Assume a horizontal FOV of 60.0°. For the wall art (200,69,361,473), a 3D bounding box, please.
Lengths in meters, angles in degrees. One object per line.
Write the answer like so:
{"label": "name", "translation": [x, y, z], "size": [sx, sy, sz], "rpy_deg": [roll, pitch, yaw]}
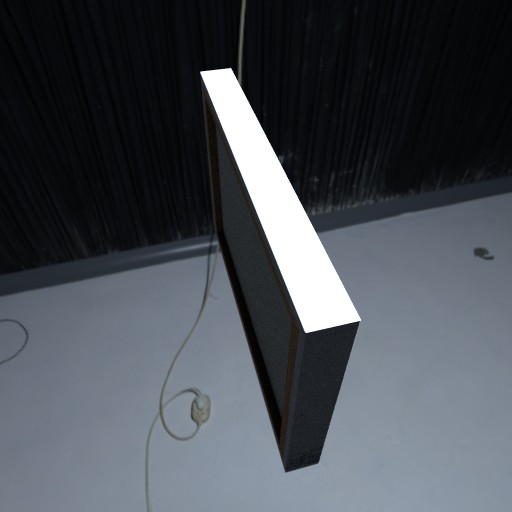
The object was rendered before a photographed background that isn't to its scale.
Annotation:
{"label": "wall art", "translation": [0.000, 0.000, 0.498], "size": [0.038, 0.259, 0.381], "rpy_deg": [-11, 47, -10]}
